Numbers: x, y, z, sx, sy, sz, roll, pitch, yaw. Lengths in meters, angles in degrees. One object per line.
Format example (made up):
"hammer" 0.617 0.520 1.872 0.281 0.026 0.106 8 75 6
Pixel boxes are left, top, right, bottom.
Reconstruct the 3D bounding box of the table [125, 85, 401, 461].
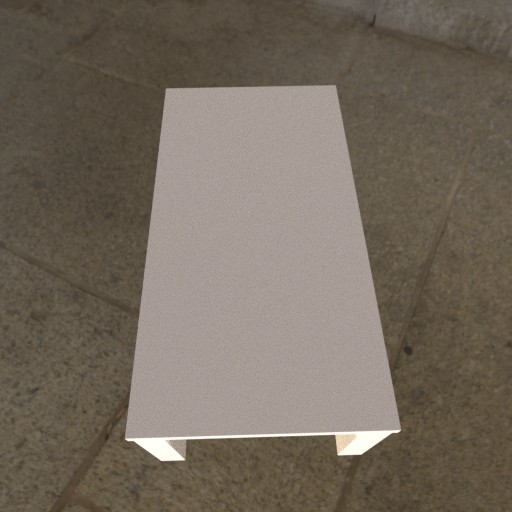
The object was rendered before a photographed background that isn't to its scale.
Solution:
"table" 0.000 0.000 1.674 0.700 0.470 1.350 -1 58 -1
